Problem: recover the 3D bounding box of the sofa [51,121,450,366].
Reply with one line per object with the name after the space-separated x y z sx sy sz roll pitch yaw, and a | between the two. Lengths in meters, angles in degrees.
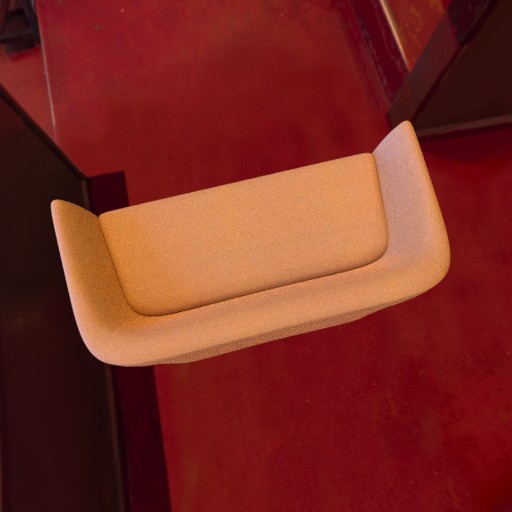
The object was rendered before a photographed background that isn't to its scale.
0.000 0.000 1.859 1.452 0.721 0.705 -14 76 -4 | sofa
